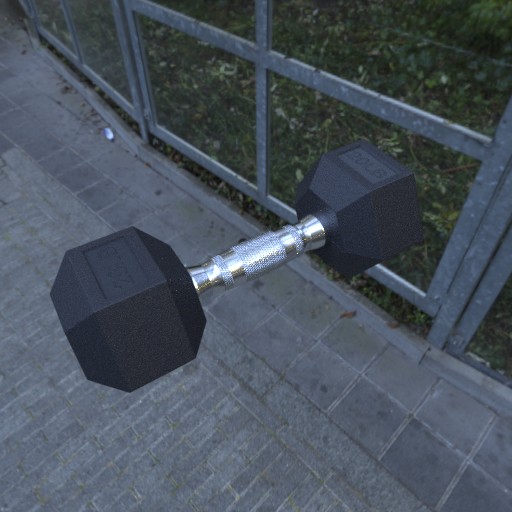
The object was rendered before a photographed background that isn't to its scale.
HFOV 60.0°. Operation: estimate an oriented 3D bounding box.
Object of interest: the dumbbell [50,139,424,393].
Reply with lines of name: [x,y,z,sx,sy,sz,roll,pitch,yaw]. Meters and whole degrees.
dumbbell: [0.000,0.000,0.326,0.272,0.092,0.106,-24,51,-21]
